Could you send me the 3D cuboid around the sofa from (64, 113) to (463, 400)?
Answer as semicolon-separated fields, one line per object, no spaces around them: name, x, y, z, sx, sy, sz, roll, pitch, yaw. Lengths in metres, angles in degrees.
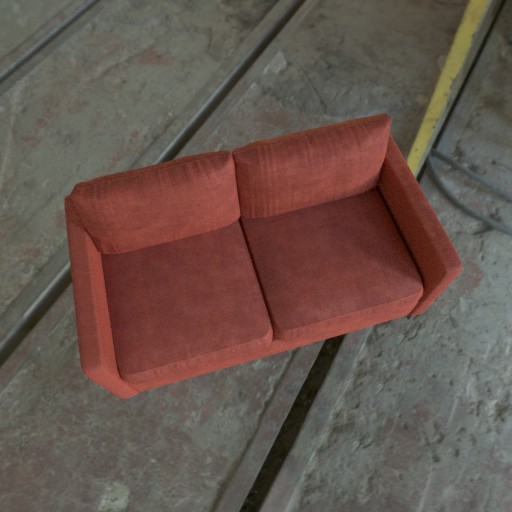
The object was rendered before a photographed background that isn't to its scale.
sofa;0.000;0.000;2.097;1.574;0.896;0.864;-14;63;-7
